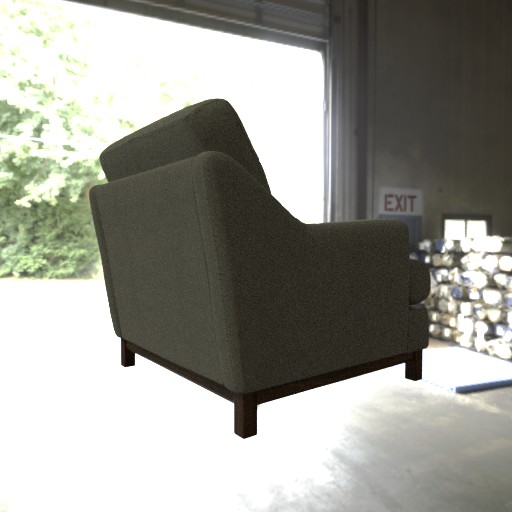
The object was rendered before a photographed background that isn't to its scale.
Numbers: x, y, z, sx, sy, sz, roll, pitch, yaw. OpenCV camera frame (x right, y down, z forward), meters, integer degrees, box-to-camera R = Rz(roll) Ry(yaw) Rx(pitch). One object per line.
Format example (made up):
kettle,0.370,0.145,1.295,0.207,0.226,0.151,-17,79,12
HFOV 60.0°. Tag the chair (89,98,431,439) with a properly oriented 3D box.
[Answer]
chair,0.000,0.000,1.528,0.892,0.821,0.826,-2,2,-38
